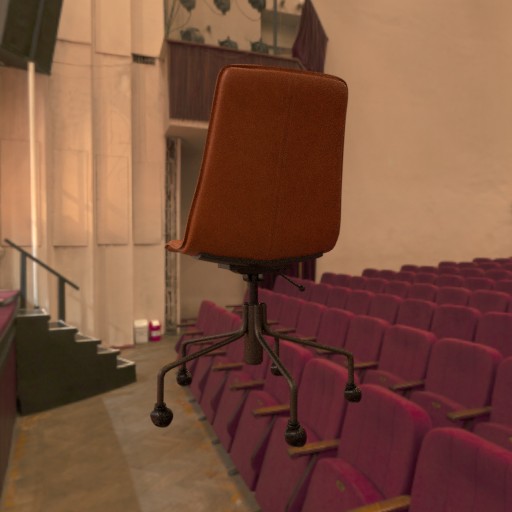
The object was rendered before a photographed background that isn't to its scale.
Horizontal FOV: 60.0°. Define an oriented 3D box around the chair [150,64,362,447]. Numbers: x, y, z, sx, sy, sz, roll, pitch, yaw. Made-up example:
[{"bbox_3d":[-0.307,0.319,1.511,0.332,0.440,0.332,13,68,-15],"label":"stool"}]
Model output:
[{"bbox_3d":[0.000,0.000,1.360,0.651,0.920,0.660,0,1,-18],"label":"chair"}]
